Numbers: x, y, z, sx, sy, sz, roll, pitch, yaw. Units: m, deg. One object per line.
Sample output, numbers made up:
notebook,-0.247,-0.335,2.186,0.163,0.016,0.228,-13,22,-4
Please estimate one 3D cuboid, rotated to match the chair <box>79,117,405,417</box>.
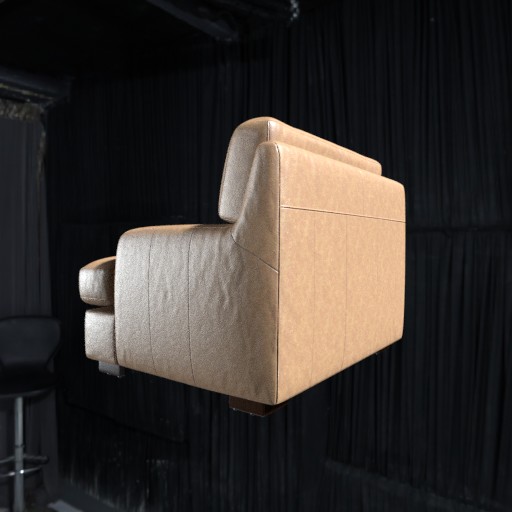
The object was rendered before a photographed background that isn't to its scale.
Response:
chair,0.000,0.000,2.074,1.050,0.978,1.276,1,2,36
